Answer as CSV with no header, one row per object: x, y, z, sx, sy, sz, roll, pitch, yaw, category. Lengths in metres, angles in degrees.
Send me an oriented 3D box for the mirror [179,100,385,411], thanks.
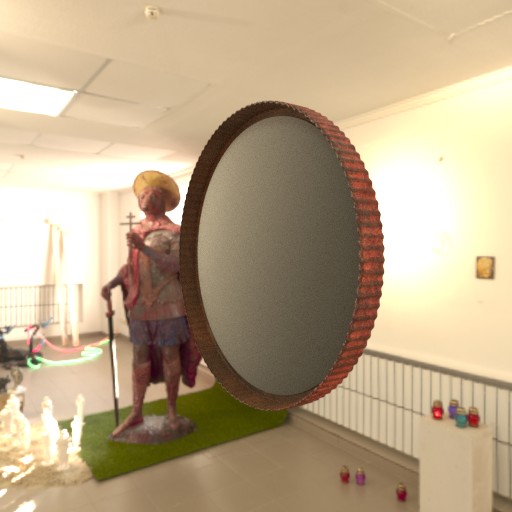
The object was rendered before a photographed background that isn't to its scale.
0.000,0.000,0.915,0.056,0.609,0.609,-1,1,-36,mirror
